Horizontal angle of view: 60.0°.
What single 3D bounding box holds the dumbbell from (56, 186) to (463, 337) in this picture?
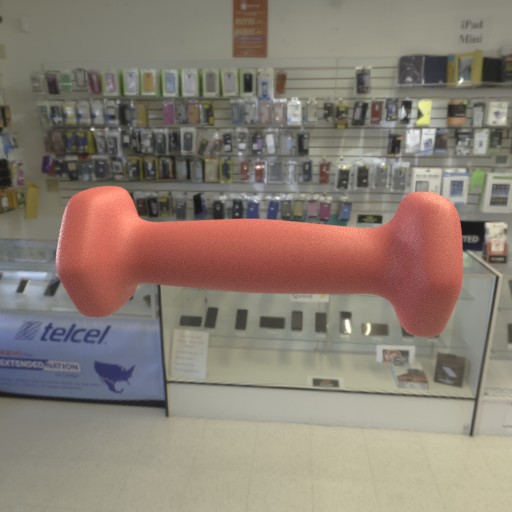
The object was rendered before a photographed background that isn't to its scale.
[{"bbox_3d":[0.000,0.000,0.147,0.123,0.043,0.047,2,16,8],"label":"dumbbell"}]
